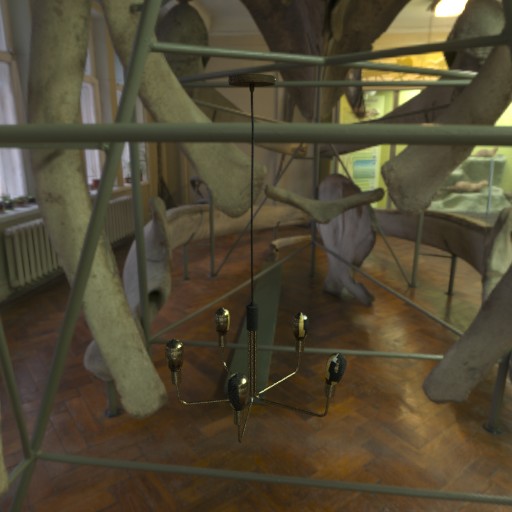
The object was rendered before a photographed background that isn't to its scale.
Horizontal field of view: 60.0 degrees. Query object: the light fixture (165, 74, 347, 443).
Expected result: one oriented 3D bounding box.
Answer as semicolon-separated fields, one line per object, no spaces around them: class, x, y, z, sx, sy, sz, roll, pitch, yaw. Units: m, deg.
light fixture;0.000;0.000;1.395;0.588;1.059;0.532;2;15;8
